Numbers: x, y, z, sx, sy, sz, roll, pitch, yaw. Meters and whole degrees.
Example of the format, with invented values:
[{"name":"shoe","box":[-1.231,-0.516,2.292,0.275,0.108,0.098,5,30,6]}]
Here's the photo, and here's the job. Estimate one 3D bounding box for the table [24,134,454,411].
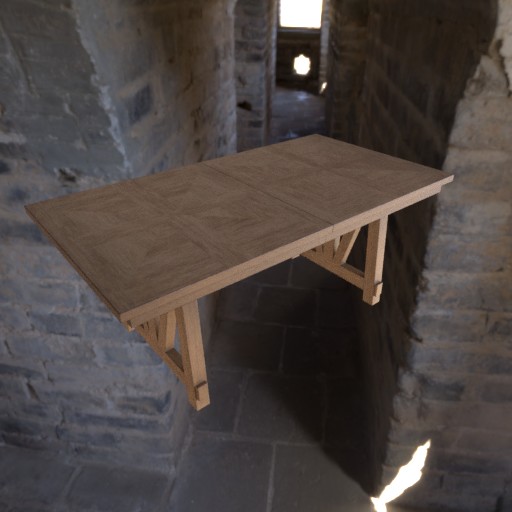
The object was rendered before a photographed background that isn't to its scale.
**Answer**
[{"name":"table","box":[0.000,0.000,2.373,1.881,0.768,1.016,-23,37,-33]}]
